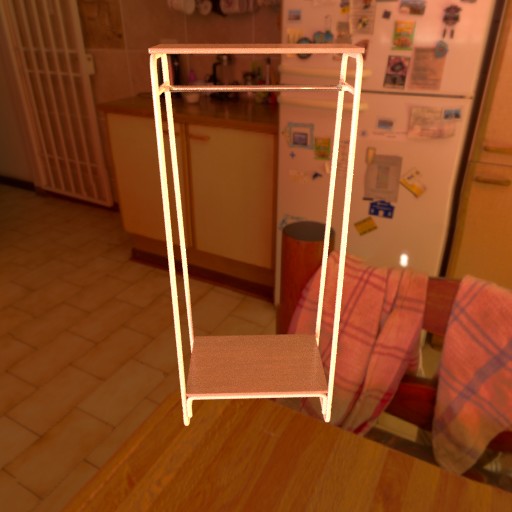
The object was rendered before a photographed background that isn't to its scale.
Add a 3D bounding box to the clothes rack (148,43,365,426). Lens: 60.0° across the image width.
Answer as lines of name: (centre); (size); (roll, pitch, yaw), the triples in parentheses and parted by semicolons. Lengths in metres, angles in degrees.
clothes rack: (0.000, 0.000, 1.763); (0.640, 1.512, 0.400); (-1, 29, -2)
